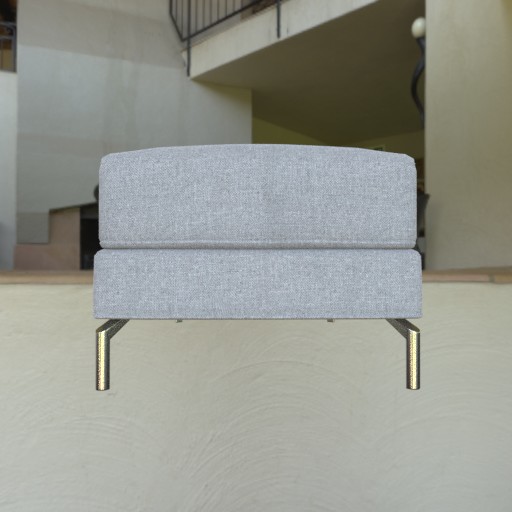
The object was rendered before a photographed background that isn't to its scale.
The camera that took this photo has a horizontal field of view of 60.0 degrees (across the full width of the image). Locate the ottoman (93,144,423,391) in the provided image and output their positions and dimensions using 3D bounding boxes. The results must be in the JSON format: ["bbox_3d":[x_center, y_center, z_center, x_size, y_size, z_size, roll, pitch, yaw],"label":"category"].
[{"bbox_3d":[0.000,0.000,1.154,0.584,0.457,0.838,0,0,-1],"label":"ottoman"}]
